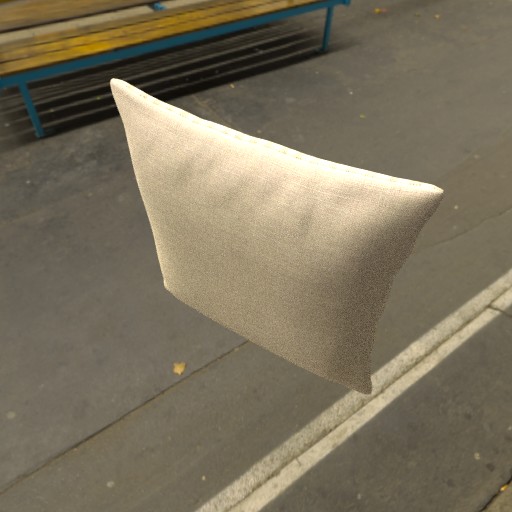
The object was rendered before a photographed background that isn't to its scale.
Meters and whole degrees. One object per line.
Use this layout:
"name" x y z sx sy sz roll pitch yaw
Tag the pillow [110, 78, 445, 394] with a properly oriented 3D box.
"pillow" 0.000 0.000 0.776 0.523 0.510 0.166 25 52 21
